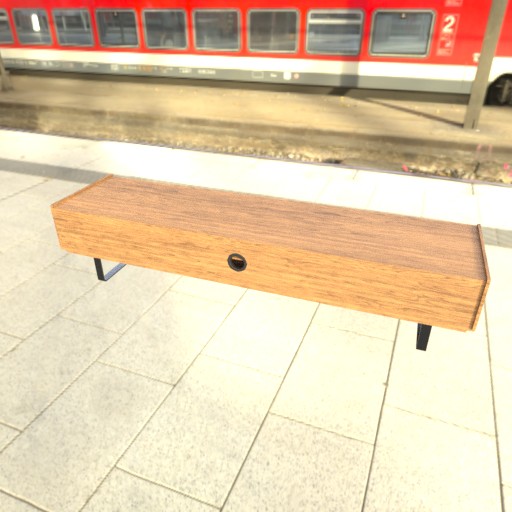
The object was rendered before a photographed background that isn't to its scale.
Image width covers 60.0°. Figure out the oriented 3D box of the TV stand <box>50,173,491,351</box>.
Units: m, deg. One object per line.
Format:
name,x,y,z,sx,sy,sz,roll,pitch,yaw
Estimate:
TV stand,0.000,0.000,2.001,1.796,0.415,0.467,10,31,17
